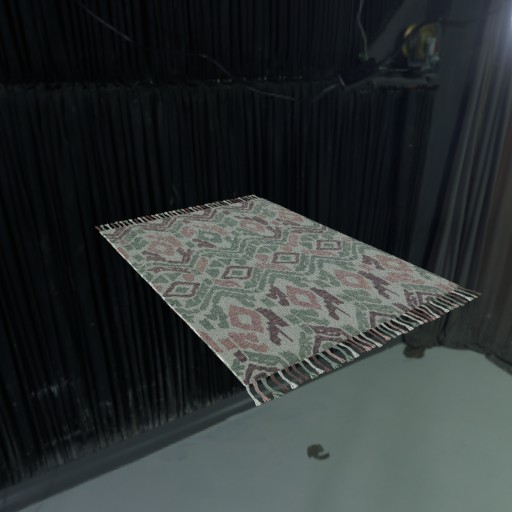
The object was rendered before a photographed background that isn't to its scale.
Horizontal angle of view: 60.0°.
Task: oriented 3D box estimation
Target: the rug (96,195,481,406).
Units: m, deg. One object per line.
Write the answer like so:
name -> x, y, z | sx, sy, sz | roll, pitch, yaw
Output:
rug -> 0.000, 0.000, 2.353 | 1.219, 0.010, 1.829 | -16, 29, -31
